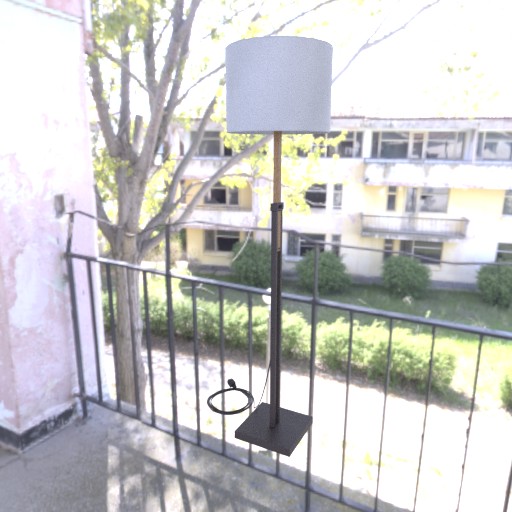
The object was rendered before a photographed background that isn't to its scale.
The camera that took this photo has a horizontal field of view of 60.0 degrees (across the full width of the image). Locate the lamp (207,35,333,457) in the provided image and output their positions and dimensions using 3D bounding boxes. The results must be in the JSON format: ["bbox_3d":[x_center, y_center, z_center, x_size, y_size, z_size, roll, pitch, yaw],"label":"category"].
[{"bbox_3d":[0.000,0.000,1.950,0.639,1.650,0.474,7,15,27],"label":"lamp"}]
